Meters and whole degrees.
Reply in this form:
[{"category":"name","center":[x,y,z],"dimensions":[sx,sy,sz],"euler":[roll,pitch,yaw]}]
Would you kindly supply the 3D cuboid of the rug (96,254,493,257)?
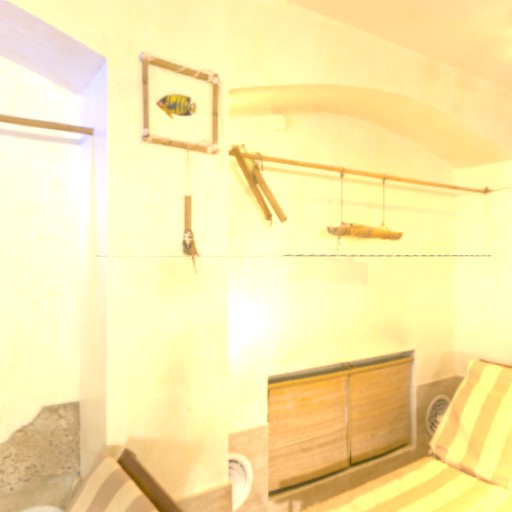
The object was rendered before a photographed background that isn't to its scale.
[{"category":"rug","center":[0.000,0.000,2.524],"dimensions":[1.222,0.009,2.084],"euler":[0,0,-35]}]
